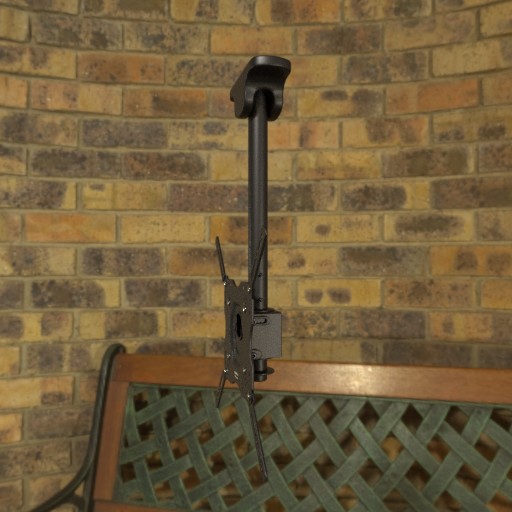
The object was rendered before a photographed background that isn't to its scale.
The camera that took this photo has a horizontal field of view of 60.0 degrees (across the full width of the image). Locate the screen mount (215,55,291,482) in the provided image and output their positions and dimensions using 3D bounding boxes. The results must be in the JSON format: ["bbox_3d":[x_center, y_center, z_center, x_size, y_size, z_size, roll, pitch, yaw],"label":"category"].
[{"bbox_3d":[0.000,0.000,0.905,0.090,0.729,0.393,0,0,-17],"label":"screen mount"}]
